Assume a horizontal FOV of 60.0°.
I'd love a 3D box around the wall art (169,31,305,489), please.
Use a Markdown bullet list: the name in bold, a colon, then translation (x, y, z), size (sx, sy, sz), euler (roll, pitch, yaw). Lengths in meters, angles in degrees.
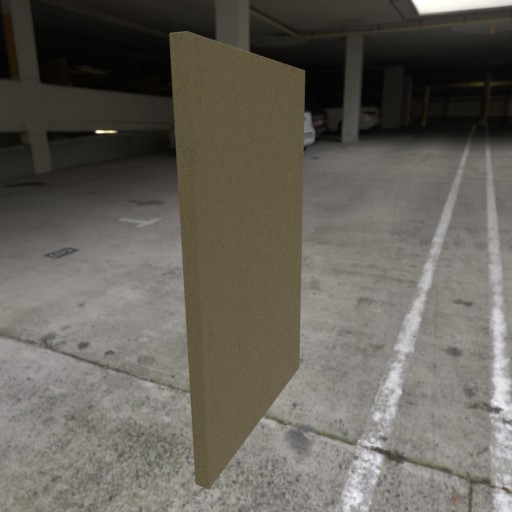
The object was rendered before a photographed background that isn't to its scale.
- **wall art**: translation (0.000, 0.000, 0.977), size (0.039, 0.810, 0.510), euler (8, 18, 25)
